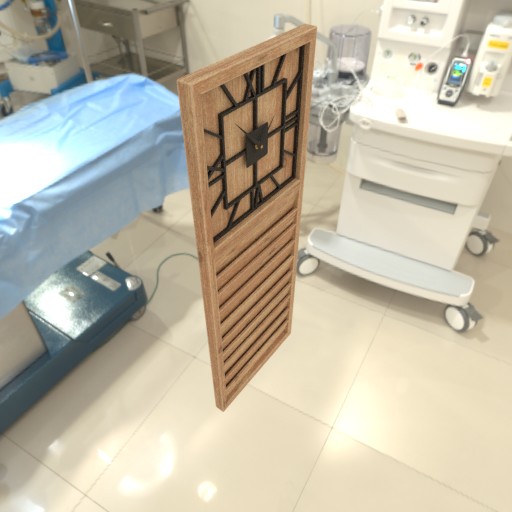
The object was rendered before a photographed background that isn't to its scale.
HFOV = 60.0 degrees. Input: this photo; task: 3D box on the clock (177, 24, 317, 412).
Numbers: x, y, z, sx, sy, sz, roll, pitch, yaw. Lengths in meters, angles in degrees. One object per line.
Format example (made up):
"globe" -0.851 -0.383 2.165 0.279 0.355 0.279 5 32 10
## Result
"clock" 0.000 0.000 1.089 0.030 0.965 0.361 27 49 26
